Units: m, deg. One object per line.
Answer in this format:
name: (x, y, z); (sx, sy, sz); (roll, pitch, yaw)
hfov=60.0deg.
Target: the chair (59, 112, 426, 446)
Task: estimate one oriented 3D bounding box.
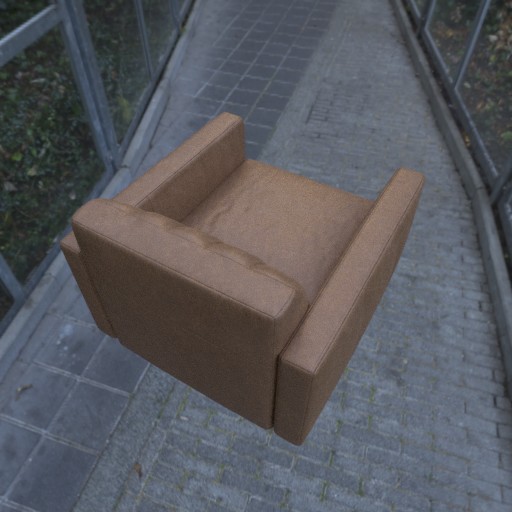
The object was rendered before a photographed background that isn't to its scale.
chair: (0.000, 0.000, 1.690); (0.953, 0.819, 0.998); (24, 51, 20)
